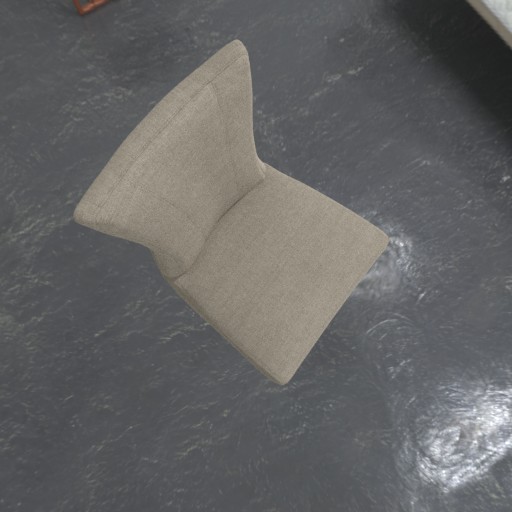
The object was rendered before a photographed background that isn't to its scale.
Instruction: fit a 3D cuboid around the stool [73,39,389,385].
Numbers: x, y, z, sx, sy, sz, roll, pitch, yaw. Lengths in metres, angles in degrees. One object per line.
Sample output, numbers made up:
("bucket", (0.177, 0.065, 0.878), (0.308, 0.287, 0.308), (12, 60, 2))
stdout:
("stool", (0.000, 0.000, 1.321), (0.574, 1.000, 0.514), (37, 79, 9))
